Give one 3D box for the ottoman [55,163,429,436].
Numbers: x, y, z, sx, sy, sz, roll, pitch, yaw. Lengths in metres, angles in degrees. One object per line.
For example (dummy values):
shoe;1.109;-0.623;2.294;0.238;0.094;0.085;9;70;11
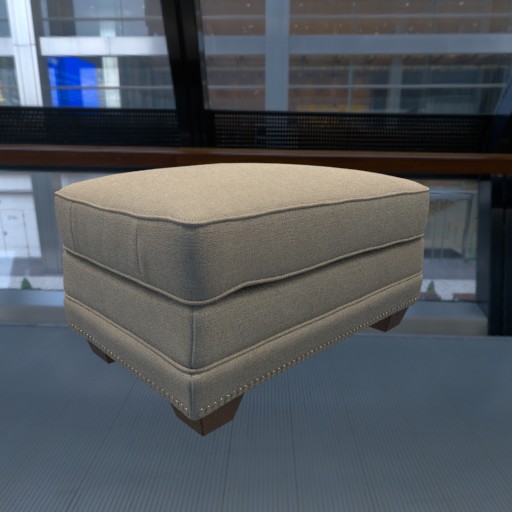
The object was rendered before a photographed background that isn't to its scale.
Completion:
ottoman;0.000;0.000;1.133;0.813;0.458;0.559;-14;21;-42
